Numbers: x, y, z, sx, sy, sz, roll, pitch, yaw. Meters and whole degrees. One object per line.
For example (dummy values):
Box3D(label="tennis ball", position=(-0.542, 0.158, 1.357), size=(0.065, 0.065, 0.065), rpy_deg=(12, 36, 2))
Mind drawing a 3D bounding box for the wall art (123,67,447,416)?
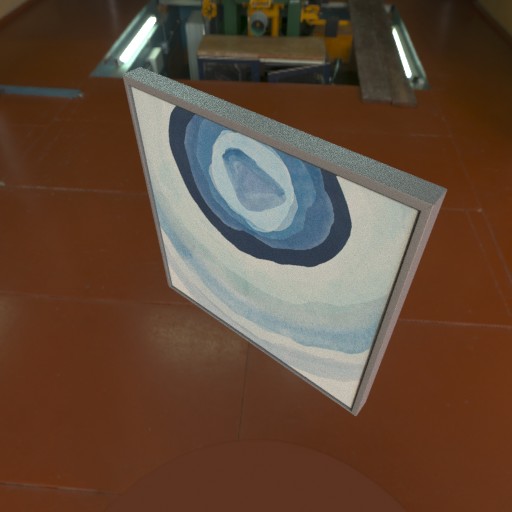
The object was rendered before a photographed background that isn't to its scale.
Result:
Box3D(label="wall art", position=(0.000, 0.000, 0.528), size=(0.349, 0.349, 0.028), rpy_deg=(30, 53, 26))
